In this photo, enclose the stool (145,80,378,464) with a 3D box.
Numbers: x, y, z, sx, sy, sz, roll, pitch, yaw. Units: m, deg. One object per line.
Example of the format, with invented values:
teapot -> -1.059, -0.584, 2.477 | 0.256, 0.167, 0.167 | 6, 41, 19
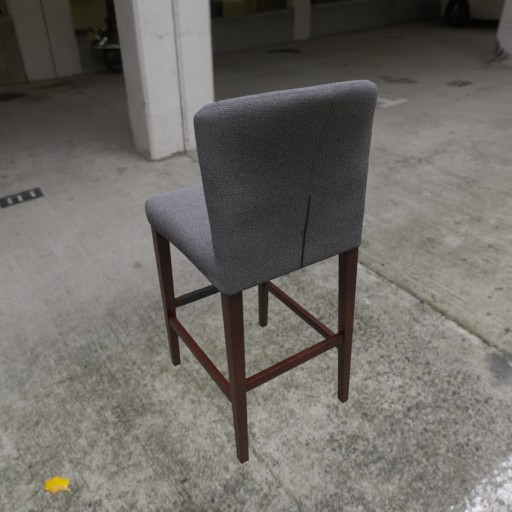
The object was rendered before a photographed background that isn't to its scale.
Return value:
stool -> 0.000, 0.000, 1.355 | 0.486, 1.069, 0.568 | -19, 36, -28
